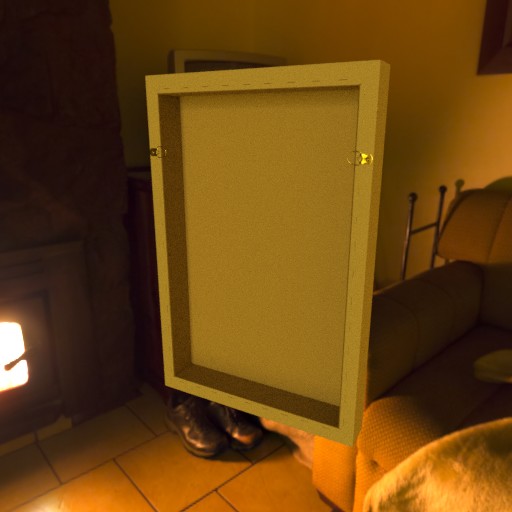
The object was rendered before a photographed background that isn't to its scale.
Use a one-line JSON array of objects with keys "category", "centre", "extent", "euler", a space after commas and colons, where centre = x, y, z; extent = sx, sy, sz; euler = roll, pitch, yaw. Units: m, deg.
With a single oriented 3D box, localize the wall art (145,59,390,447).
[{"category": "wall art", "centre": [0.000, 0.000, 0.491], "extent": [0.252, 0.381, 0.039], "euler": [8, 18, 27]}]
